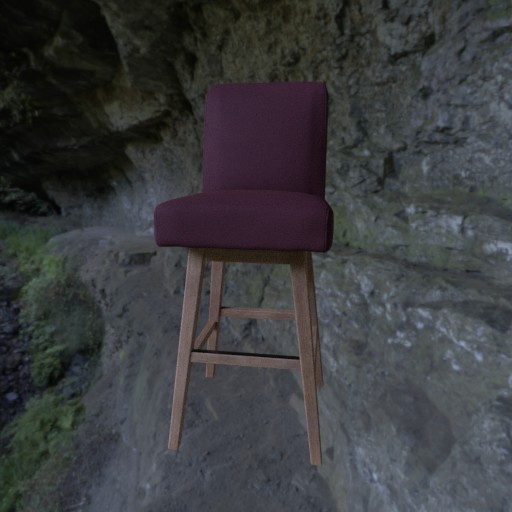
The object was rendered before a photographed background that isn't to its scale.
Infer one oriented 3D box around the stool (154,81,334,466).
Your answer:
[{"bbox_3d":[0.000,0.000,1.399,0.468,1.093,0.562,2,14,9],"label":"stool"}]
